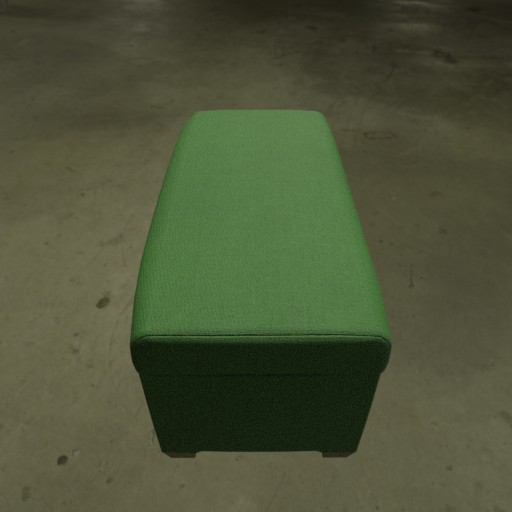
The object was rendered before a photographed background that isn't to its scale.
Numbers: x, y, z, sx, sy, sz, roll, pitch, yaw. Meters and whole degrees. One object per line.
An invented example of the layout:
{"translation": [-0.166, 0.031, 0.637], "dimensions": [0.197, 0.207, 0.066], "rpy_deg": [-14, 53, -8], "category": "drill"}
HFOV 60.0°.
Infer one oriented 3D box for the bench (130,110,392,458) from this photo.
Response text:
{"translation": [0.000, 0.000, 1.277], "dimensions": [0.505, 0.501, 0.989], "rpy_deg": [0, 41, 0], "category": "bench"}
